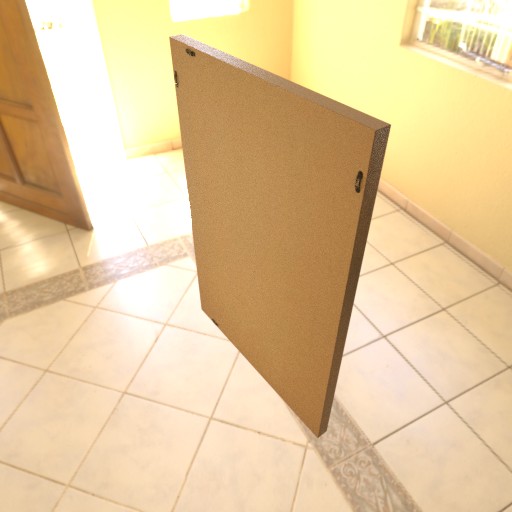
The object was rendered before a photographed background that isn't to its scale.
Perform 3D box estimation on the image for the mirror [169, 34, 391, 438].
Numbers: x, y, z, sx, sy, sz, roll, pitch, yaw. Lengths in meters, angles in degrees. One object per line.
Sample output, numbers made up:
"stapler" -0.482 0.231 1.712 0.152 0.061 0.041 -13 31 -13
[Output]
"mirror" 0.000 0.000 1.130 0.040 0.915 0.609 -27 48 -27
